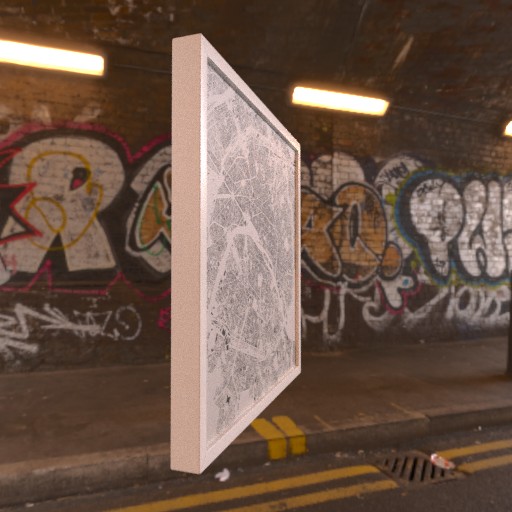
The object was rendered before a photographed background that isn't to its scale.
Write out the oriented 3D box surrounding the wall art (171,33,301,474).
[{"bbox_3d":[0.000,0.000,0.754,0.038,0.508,0.508,0,-1,19],"label":"wall art"}]
